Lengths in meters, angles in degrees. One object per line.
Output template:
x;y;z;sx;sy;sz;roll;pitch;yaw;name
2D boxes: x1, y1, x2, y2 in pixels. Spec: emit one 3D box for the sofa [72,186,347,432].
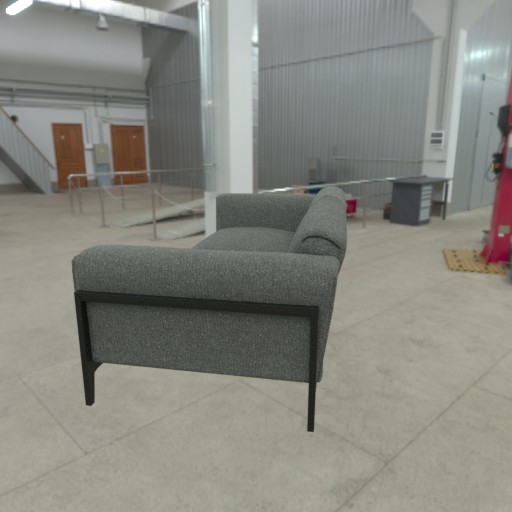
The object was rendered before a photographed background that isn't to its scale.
0.000;0.000;2.533;0.985;0.703;2.125;3;14;11;sofa
